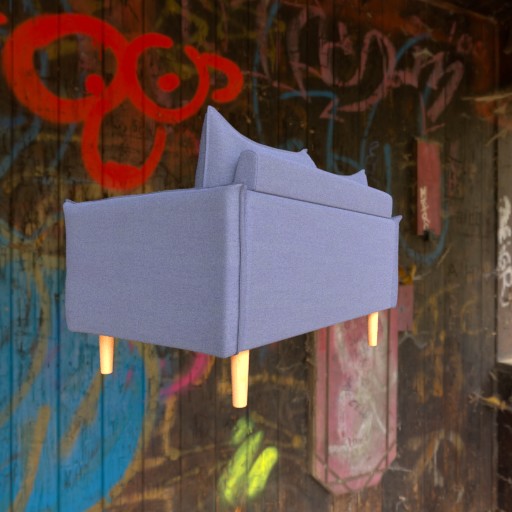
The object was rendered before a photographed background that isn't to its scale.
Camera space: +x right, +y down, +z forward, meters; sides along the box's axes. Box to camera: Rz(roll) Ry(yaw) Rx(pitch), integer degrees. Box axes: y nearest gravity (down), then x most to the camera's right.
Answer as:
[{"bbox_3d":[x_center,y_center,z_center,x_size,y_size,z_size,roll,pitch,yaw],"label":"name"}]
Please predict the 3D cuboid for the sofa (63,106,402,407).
[{"bbox_3d":[0.000,0.000,1.839,0.820,0.840,1.300,0,0,35],"label":"sofa"}]
